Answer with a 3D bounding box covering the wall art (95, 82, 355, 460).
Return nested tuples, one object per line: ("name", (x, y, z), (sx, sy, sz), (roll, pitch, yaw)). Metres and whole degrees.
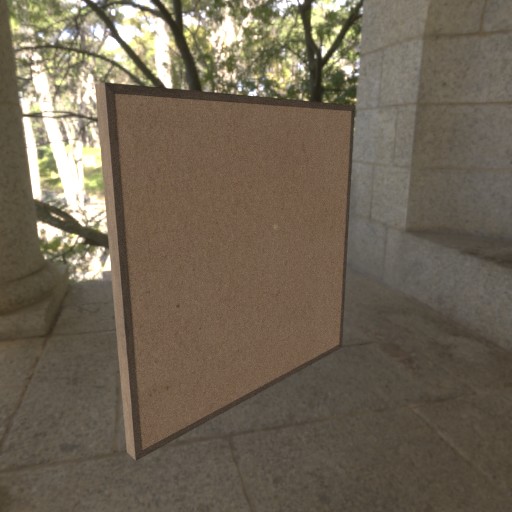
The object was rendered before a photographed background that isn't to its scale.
("wall art", (0.000, 0.000, 1.126), (0.762, 0.762, 0.038), (-14, 20, -43))
